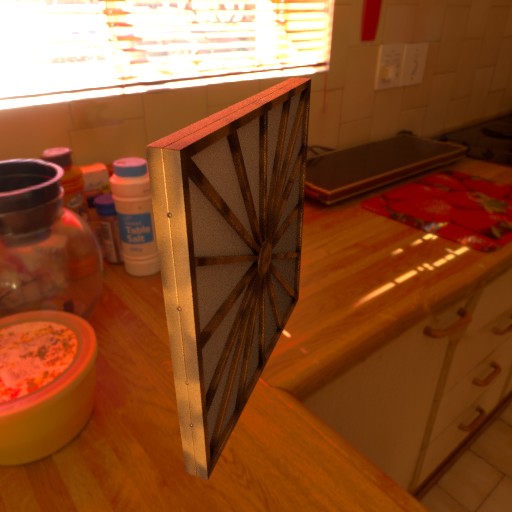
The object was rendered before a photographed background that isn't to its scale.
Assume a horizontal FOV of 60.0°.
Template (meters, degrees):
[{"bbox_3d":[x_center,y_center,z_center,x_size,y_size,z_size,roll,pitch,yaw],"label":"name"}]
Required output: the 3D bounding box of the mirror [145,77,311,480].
[{"bbox_3d":[0.000,0.000,0.759,0.042,0.507,0.509,10,31,18],"label":"mirror"}]
